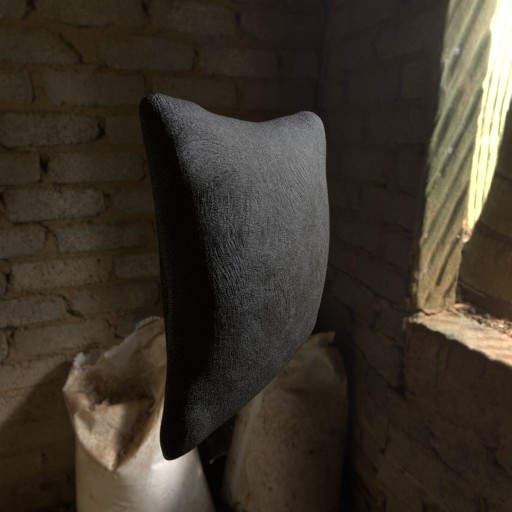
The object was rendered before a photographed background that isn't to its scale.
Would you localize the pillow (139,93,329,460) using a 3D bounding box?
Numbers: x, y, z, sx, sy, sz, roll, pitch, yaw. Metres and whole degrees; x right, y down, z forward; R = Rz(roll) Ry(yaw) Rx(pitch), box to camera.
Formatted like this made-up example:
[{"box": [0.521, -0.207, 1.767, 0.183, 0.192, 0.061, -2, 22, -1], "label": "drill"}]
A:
[{"box": [0.000, 0.000, 0.803, 0.210, 0.523, 0.533, 8, 18, 28], "label": "pillow"}]
